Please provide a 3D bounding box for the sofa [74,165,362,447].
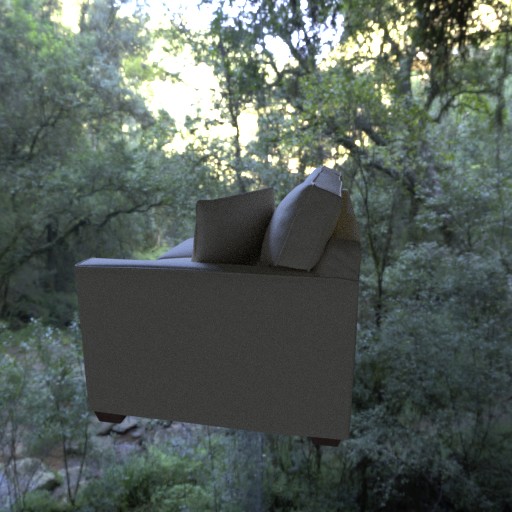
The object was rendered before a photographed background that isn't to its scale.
[{"bbox_3d":[0.000,0.000,2.465,1.034,0.946,1.963,2,13,10],"label":"sofa"}]
